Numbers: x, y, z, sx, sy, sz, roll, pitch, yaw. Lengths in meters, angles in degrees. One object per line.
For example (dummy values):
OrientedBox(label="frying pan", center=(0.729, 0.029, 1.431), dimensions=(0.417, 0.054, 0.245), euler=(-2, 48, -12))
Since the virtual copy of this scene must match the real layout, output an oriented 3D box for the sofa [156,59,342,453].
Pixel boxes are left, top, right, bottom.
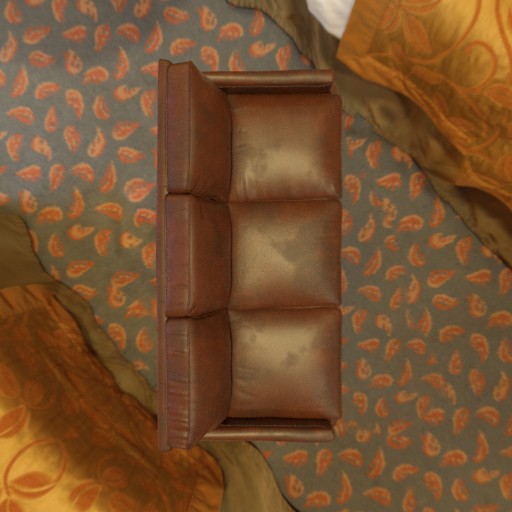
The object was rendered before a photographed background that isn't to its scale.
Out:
OrientedBox(label="sofa", center=(0.000, 0.000, 2.764), dimensions=(1.084, 1.003, 2.240), euler=(0, 90, 1))
